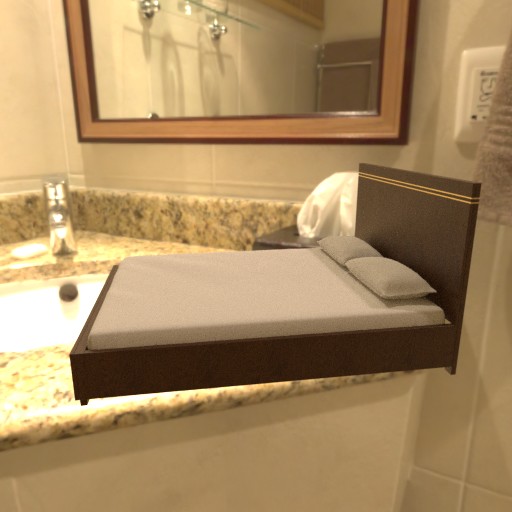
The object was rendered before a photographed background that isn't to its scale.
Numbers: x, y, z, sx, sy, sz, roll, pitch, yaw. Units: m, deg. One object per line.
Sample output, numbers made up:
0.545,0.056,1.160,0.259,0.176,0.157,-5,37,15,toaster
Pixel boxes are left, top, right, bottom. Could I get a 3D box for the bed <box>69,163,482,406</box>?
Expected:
0.000,0.000,3.158,2.221,1.169,1.613,-3,16,-9,bed
